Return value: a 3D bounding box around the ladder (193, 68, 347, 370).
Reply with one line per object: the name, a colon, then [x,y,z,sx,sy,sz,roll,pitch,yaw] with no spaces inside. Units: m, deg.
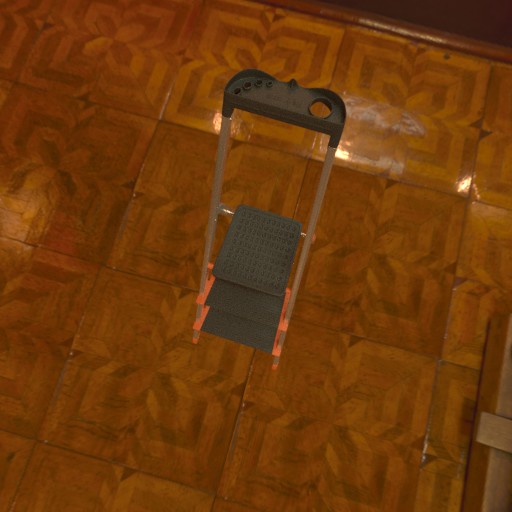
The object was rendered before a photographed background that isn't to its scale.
ladder: [0.000,0.000,1.569,0.416,1.229,0.686,17,76,4]
